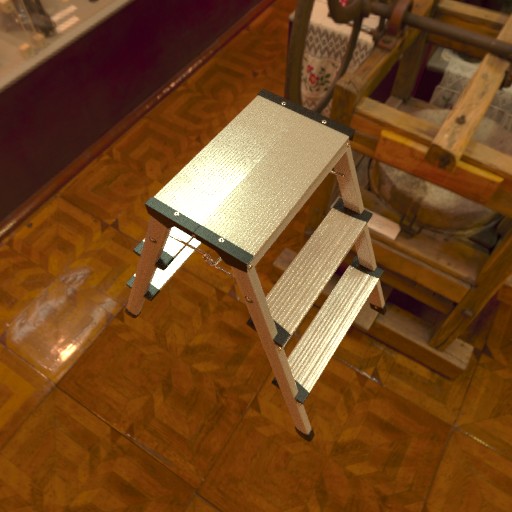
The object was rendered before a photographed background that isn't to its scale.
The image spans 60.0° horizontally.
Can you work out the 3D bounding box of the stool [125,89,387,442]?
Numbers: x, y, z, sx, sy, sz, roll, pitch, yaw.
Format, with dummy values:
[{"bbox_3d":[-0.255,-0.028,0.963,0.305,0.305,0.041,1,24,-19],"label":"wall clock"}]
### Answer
[{"bbox_3d":[0.000,0.000,1.020,0.622,0.605,0.437,30,63,17],"label":"stool"}]
